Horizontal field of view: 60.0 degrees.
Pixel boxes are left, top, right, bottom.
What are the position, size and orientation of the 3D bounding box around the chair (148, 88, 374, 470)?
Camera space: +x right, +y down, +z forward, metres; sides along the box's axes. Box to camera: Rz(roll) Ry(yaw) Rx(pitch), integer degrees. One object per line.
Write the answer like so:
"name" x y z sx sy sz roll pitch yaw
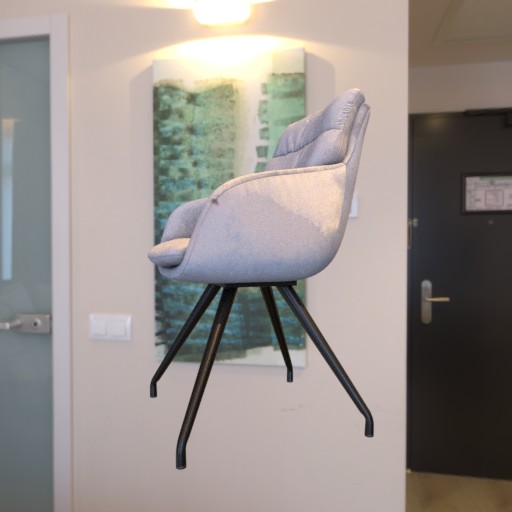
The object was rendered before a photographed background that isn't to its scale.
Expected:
"chair" 0.000 0.000 1.245 0.569 0.888 0.579 0 1 -20
